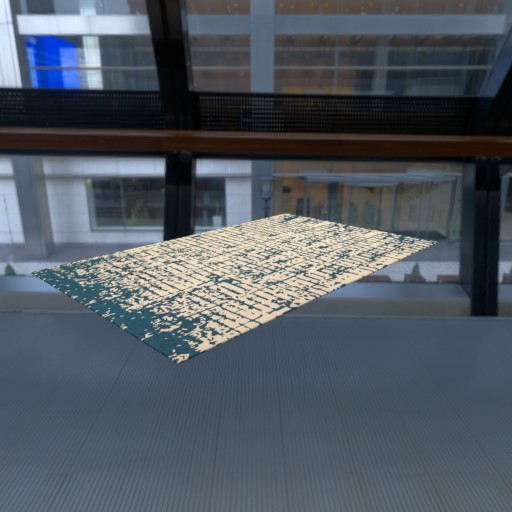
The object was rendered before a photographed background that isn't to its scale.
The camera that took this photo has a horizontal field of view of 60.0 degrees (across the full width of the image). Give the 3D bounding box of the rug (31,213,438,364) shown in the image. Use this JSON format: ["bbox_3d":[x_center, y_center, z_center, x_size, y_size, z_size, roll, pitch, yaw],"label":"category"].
[{"bbox_3d":[0.000,0.000,3.066,1.517,0.011,2.435,16,24,42],"label":"rug"}]
